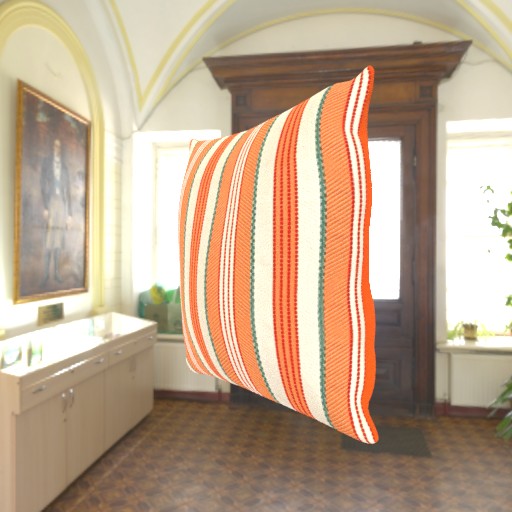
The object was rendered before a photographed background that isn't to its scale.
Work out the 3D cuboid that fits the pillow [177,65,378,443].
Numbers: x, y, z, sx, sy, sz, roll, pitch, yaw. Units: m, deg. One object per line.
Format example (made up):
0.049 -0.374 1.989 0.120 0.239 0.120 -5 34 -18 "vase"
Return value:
0.000 0.000 0.670 0.182 0.441 0.440 0 0 -36 "pillow"
